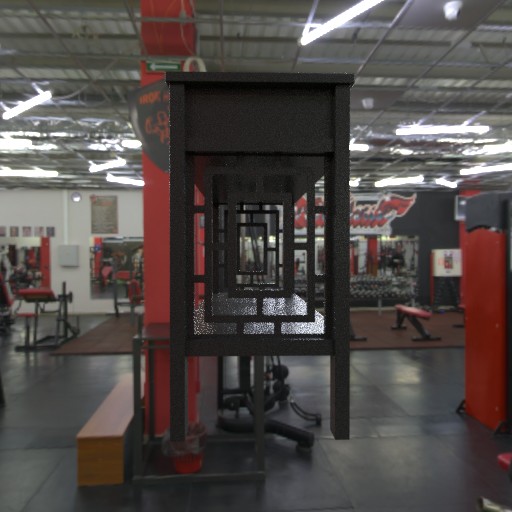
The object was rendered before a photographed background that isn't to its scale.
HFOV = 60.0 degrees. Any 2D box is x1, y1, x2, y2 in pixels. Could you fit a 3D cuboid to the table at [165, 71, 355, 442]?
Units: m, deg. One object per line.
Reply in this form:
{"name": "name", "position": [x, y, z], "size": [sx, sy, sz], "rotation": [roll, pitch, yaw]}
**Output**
{"name": "table", "position": [0.000, 0.000, 1.434], "size": [0.397, 0.753, 1.068], "rotation": [0, 0, -2]}
